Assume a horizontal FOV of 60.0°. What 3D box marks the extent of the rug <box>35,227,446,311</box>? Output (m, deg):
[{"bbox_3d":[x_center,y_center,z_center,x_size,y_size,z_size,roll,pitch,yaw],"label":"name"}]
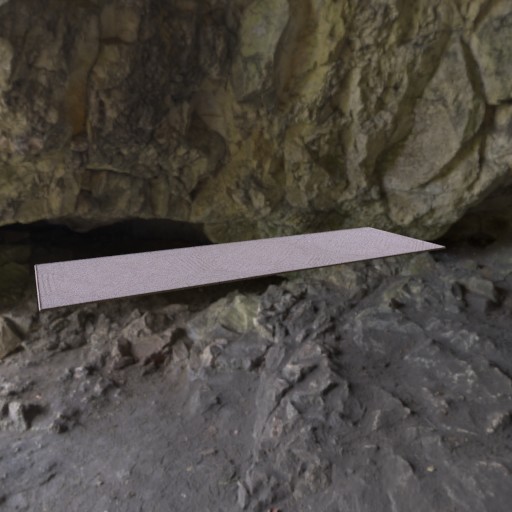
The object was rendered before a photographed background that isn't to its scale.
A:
[{"bbox_3d":[0.000,0.000,2.747,2.452,0.012,0.775,-7,17,-26],"label":"rug"}]
